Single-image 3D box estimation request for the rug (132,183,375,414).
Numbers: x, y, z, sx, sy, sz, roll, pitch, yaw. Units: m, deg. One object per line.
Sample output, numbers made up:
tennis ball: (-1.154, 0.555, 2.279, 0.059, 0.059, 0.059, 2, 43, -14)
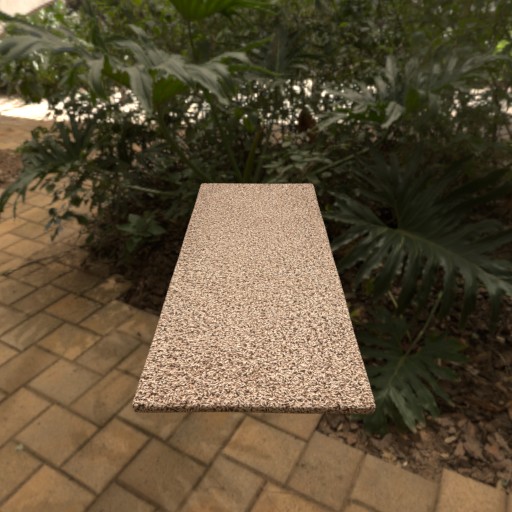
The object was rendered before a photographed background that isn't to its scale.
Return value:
rug: (0.000, 0.000, 1.757, 0.609, 0.030, 1.524, 0, 30, 0)
